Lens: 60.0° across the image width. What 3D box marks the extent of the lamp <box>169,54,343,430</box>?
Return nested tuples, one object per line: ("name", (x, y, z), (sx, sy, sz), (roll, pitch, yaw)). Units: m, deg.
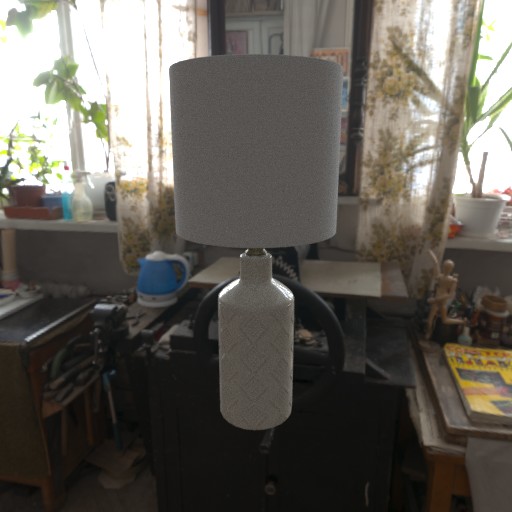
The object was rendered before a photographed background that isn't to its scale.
("lamp", (0.000, 0.000, 0.590), (0.207, 0.461, 0.207), (-7, 16, -26))
